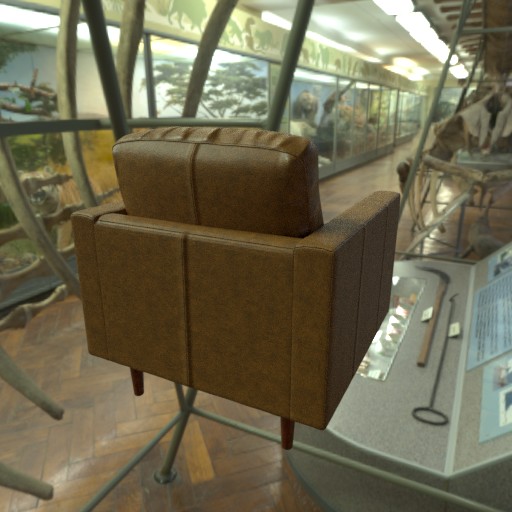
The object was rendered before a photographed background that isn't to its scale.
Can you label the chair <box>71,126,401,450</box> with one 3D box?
[{"bbox_3d":[0.000,0.000,1.683,0.890,0.956,0.909,9,20,26],"label":"chair"}]
